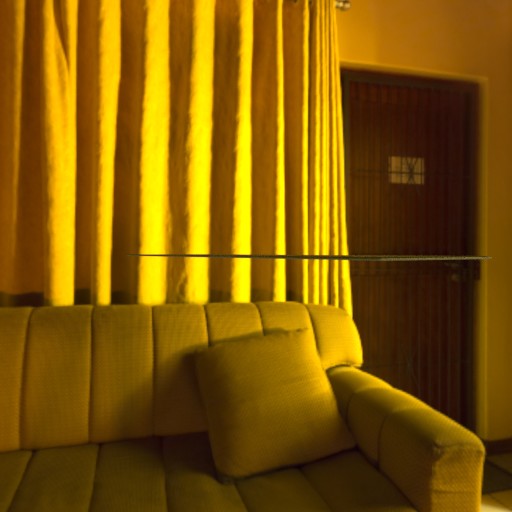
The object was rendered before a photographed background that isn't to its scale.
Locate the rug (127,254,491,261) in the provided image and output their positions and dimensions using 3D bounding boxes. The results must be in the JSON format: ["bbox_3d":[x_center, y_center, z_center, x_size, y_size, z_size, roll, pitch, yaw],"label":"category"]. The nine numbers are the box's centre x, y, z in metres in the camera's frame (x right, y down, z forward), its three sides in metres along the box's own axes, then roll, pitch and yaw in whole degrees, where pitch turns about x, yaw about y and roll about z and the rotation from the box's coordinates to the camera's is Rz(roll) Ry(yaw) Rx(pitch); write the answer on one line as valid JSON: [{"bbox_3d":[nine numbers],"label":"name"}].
[{"bbox_3d":[0.000,0.000,2.408,0.662,0.011,2.196,0,1,-36],"label":"rug"}]
